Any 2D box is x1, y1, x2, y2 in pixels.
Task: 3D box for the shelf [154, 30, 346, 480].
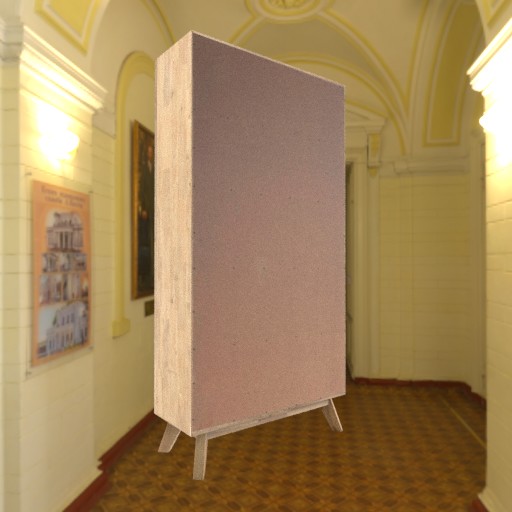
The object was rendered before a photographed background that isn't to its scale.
[{"bbox_3d":[0.000,0.000,1.779,0.748,1.471,0.308,0,-1,-38],"label":"shelf"}]
